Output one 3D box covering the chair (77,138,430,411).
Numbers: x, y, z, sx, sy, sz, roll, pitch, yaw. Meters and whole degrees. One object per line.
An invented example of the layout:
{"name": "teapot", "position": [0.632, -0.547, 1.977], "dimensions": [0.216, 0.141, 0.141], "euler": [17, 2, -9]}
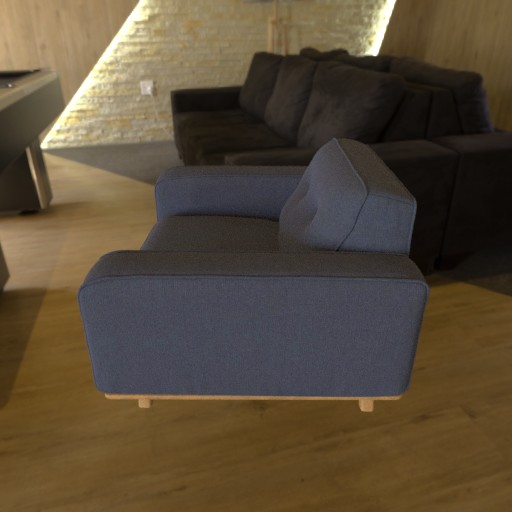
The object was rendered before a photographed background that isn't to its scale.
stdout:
{"name": "chair", "position": [0.000, 0.000, 1.722], "dimensions": [0.953, 0.783, 1.118], "euler": [1, 27, 1]}
